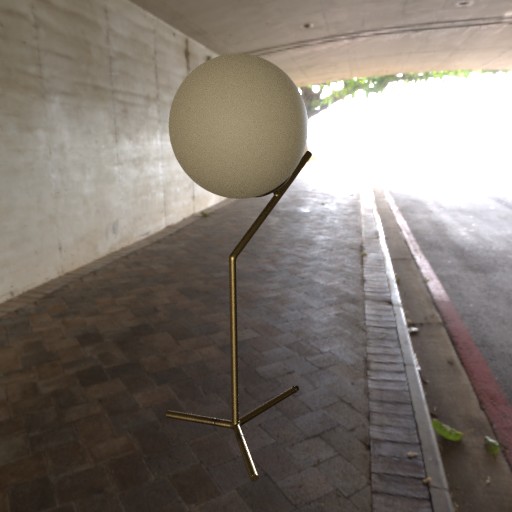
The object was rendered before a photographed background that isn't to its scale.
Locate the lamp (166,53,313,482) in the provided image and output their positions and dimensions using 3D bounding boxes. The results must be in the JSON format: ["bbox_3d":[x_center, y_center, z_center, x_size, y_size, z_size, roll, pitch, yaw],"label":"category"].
[{"bbox_3d":[0.000,0.000,0.667,0.251,0.552,0.210,-14,21,-43],"label":"lamp"}]
